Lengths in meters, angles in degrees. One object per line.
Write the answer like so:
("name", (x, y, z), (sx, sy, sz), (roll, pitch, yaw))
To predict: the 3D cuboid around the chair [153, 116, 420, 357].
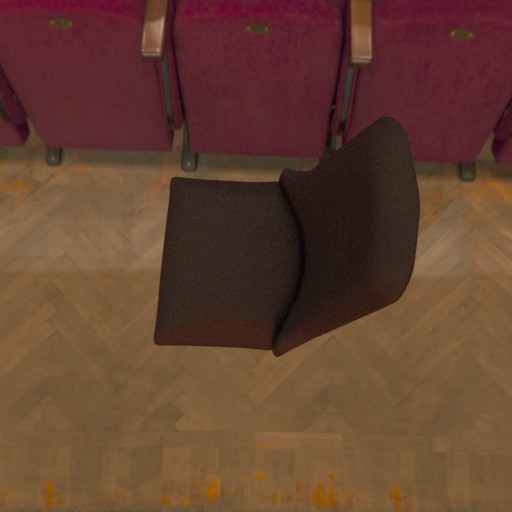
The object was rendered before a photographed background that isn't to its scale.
("chair", (0.000, 0.000, 1.157), (0.567, 0.820, 0.504), (3, 74, 1))
